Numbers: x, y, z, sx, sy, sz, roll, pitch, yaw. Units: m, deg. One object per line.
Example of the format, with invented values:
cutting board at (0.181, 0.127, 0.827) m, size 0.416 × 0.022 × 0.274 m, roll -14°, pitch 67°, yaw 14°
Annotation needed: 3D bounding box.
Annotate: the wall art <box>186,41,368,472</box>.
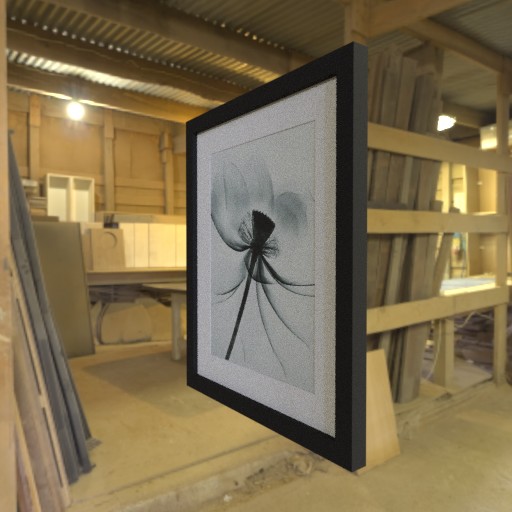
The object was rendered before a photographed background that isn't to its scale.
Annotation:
wall art at (0.000, 0.000, 0.766) m, size 0.029 × 0.559 × 0.457 m, roll -1°, pitch 1°, yaw -37°
